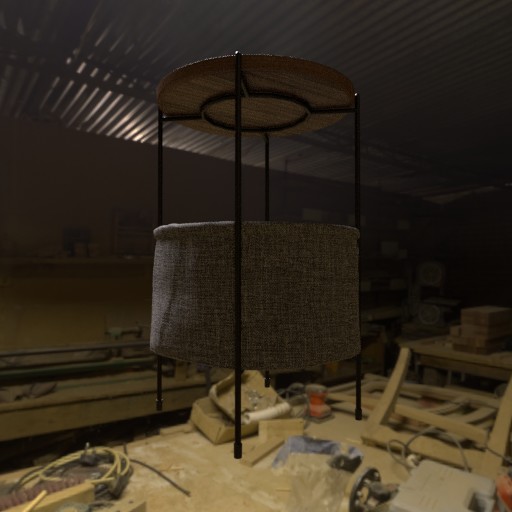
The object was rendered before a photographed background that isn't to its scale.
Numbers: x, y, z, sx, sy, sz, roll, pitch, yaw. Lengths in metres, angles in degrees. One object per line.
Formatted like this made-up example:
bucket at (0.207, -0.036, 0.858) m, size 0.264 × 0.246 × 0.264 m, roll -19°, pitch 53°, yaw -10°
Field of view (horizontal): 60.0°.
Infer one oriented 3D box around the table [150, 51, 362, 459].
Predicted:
table at (0.000, 0.000, 0.876) m, size 0.400 × 0.623 × 0.400 m, roll 1°, pitch -1°, yaw -37°
